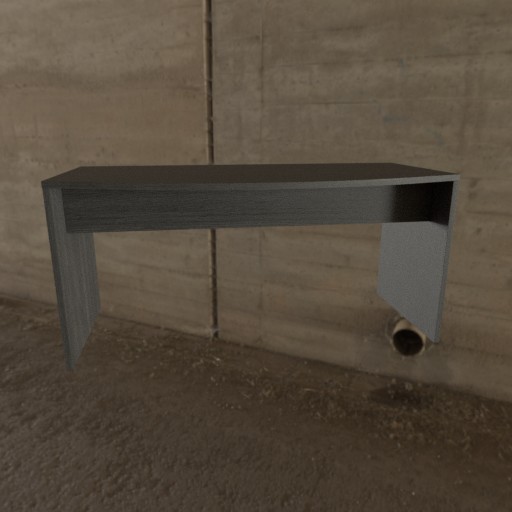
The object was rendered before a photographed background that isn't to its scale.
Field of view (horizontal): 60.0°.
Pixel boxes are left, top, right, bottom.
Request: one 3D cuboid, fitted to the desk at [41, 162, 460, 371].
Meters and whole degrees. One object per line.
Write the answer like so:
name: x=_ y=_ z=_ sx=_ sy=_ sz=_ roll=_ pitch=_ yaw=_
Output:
desk: x=0.000 y=0.000 z=1.999 sx=1.600 sy=0.750 sz=0.802 roll=-2 pitch=16 yaw=-8
